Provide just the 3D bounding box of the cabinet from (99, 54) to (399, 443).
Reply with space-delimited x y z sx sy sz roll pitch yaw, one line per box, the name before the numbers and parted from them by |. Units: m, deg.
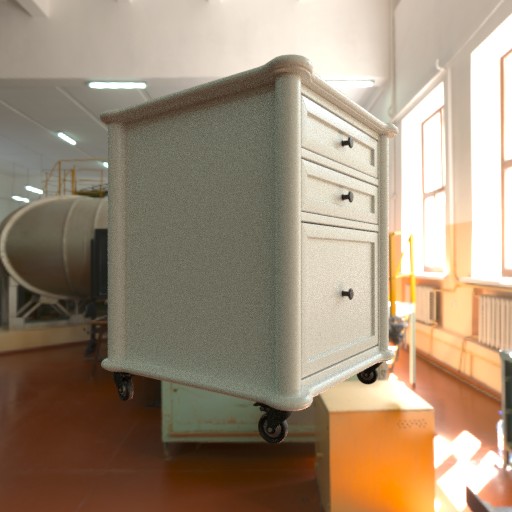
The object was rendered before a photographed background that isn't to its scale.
cabinet | 0.000 0.000 1.243 0.627 0.761 0.628 0 0 35
